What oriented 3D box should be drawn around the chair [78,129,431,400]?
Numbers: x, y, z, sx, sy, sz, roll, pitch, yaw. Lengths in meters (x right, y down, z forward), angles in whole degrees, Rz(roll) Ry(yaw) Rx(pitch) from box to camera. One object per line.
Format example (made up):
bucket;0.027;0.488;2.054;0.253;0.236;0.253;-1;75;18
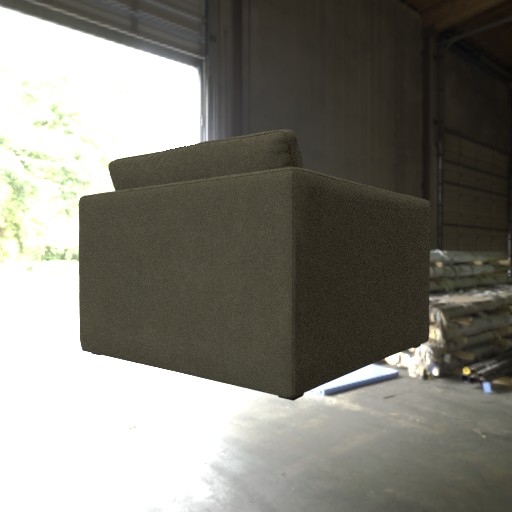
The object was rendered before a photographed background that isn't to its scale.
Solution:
chair;0.000;0.000;1.926;1.190;0.845;1.091;0;0;37
